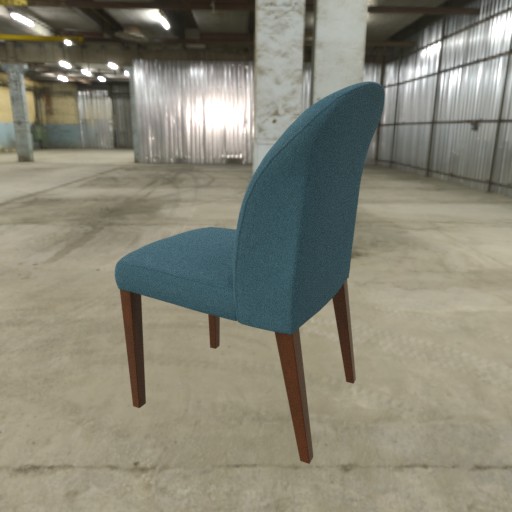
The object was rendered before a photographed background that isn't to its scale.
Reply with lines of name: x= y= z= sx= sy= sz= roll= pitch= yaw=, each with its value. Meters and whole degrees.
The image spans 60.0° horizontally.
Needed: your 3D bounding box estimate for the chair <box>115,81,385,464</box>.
chair: x=0.000 y=0.000 z=1.241 sx=0.620 sy=0.879 sz=0.507 roll=8 pitch=17 yaw=26
